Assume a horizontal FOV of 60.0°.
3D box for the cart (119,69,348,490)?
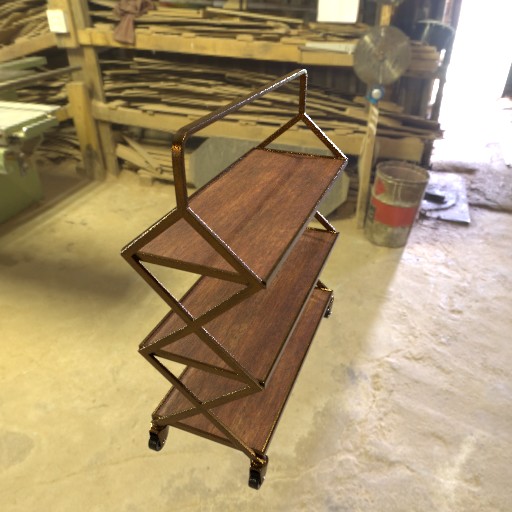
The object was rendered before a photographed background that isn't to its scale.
[{"bbox_3d":[0.000,0.000,1.136,0.313,0.805,0.723,12,33,18],"label":"cart"}]
